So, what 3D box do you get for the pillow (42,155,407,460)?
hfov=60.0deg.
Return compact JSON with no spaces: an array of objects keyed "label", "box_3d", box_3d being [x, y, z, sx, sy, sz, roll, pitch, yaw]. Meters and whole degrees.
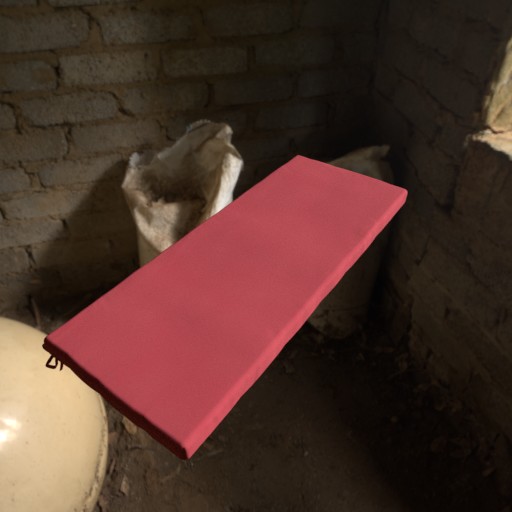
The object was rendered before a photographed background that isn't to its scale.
[{"label":"pillow","box_3d":[0.000,0.000,1.312,0.492,0.081,1.187,25,46,27]}]
